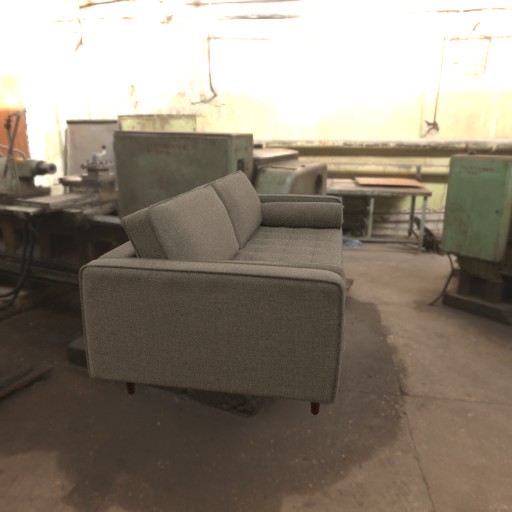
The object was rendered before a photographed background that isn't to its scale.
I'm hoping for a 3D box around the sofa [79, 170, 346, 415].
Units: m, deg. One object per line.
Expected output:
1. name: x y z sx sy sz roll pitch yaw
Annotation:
1. sofa: 0.000 0.000 2.342 0.914 0.762 1.879 3 16 10
